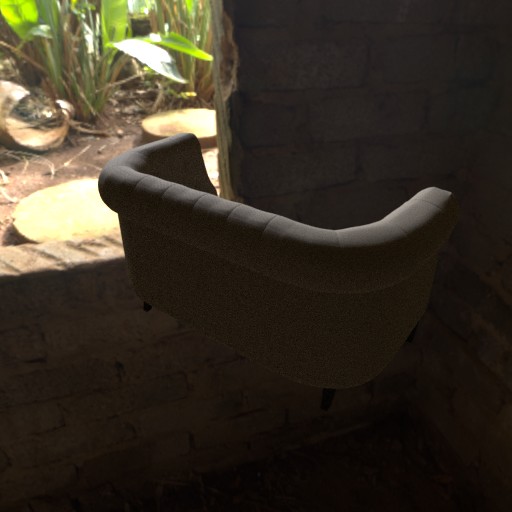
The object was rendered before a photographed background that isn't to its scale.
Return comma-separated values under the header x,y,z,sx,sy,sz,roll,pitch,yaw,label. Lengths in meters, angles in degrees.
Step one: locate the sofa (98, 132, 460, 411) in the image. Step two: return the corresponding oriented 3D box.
x,y,z,sx,sy,sz,roll,pitch,yaw,label
0.000,0.000,2.076,1.558,0.827,0.835,21,36,31,sofa
